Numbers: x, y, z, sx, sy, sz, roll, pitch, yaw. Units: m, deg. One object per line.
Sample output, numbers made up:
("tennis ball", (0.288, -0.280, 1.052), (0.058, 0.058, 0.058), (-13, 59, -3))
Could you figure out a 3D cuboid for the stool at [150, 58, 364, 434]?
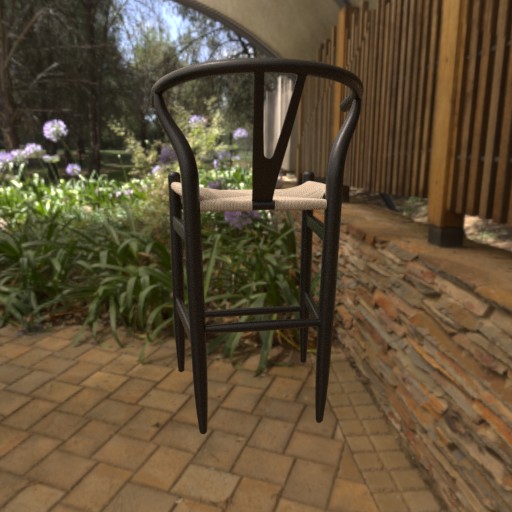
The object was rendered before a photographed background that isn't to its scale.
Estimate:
("stool", (0.000, 0.000, 1.301), (0.569, 0.970, 0.579), (-2, 12, -9))
